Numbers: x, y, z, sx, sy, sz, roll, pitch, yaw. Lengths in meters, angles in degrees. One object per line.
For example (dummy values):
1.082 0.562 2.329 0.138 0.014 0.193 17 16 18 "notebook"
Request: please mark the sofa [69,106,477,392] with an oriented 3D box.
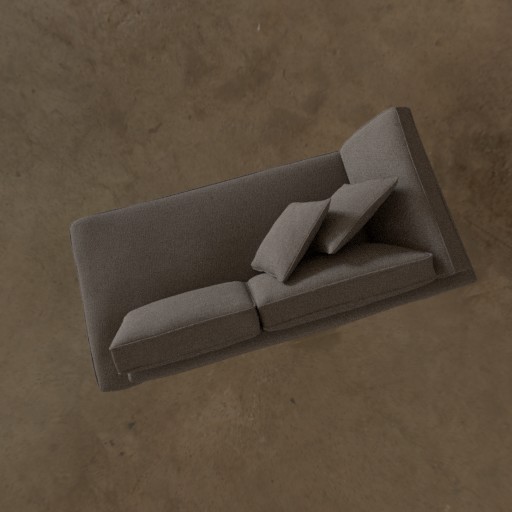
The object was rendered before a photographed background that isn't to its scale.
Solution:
0.000 0.000 2.770 2.237 1.033 1.110 -16 78 -3 "sofa"
